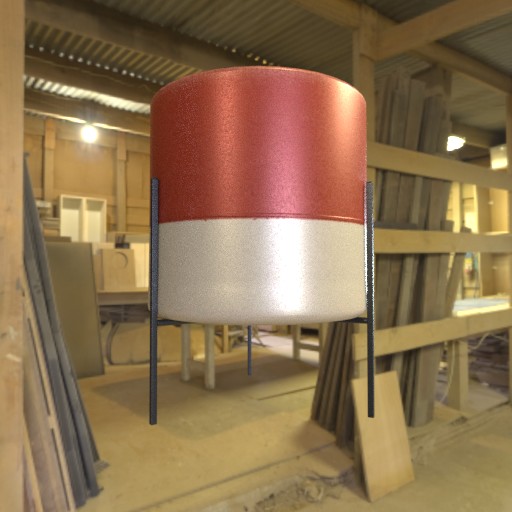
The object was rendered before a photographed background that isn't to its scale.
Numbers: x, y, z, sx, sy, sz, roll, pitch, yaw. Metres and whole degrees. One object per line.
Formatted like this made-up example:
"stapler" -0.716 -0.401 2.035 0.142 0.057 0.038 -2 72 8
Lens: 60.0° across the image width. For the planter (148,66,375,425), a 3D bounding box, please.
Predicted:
"planter" 0.000 0.000 0.711 0.354 0.465 0.345 1 -2 -35
